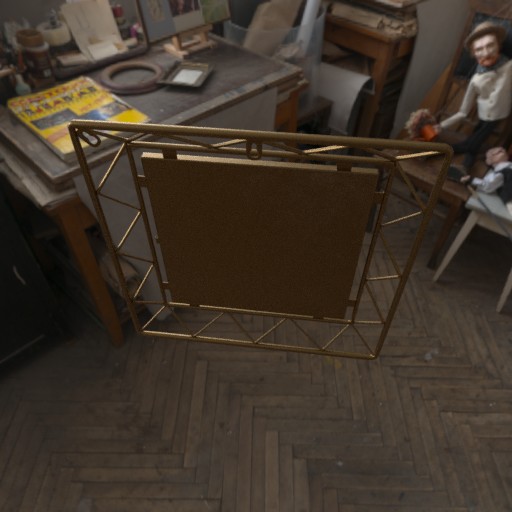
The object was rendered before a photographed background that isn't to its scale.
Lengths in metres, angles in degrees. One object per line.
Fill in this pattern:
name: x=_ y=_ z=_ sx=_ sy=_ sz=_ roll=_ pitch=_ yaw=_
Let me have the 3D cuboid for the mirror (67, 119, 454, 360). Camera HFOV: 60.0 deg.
mirror: x=0.000 y=0.000 z=0.627 sx=0.416 sy=0.414 sz=0.046 roll=5 pitch=46 yaw=5
